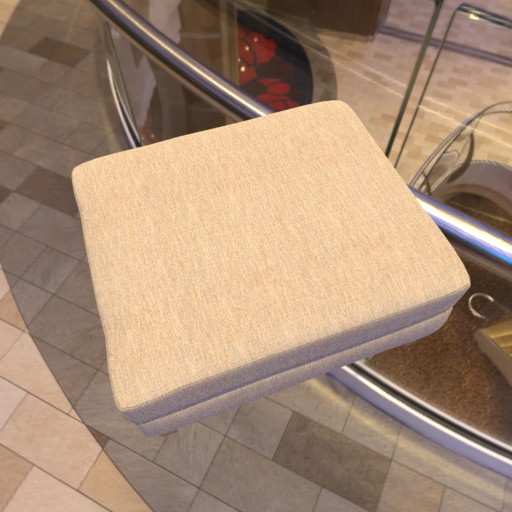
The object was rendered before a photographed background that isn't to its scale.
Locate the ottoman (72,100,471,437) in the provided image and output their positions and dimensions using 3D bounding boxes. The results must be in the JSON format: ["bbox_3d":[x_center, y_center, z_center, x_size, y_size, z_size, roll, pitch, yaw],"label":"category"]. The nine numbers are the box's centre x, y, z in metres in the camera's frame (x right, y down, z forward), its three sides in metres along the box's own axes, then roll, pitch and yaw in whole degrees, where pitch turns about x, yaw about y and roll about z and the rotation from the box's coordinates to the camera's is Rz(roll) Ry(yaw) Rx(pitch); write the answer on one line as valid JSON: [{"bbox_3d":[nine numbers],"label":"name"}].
[{"bbox_3d":[0.000,0.000,1.452,0.976,0.492,0.836,-17,59,-11],"label":"ottoman"}]
